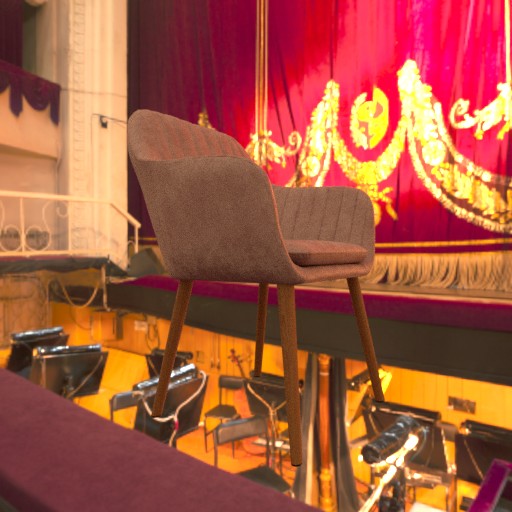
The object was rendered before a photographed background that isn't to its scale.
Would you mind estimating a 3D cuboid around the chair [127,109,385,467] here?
[{"bbox_3d":[0.000,0.000,1.238,0.570,0.832,0.610,1,1,36],"label":"chair"}]
